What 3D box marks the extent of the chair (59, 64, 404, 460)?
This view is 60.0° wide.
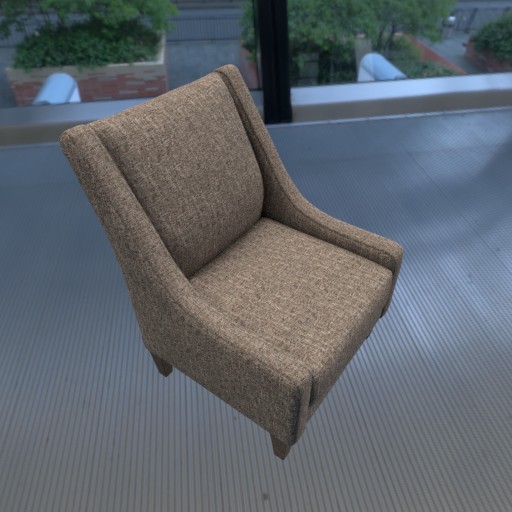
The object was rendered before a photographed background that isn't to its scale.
[{"bbox_3d":[0.000,0.000,1.599,0.870,1.014,0.774,25,47,27],"label":"chair"}]
